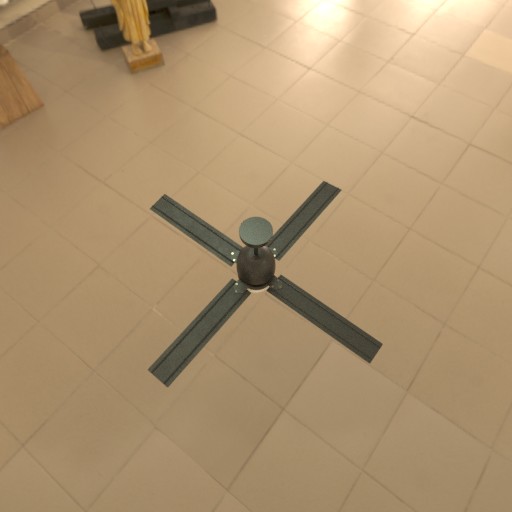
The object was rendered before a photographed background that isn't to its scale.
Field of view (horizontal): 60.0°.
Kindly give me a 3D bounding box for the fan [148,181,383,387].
[{"bbox_3d":[0.000,0.000,1.993,1.319,0.410,1.319,33,65,18],"label":"fan"}]
